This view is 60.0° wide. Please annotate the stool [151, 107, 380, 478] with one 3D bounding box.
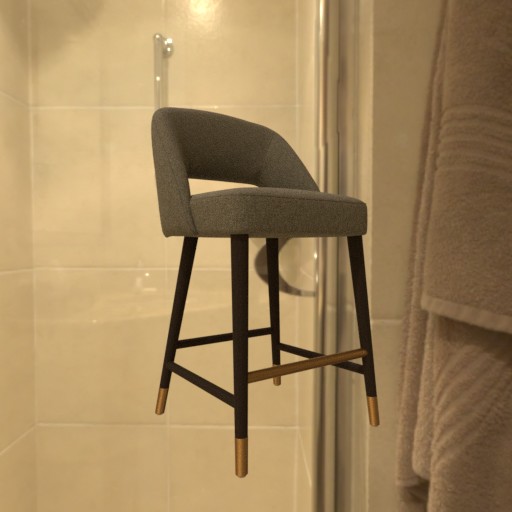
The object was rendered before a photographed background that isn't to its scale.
[{"bbox_3d":[0.000,0.000,1.268,0.536,0.925,0.524,-1,2,-36],"label":"stool"}]
